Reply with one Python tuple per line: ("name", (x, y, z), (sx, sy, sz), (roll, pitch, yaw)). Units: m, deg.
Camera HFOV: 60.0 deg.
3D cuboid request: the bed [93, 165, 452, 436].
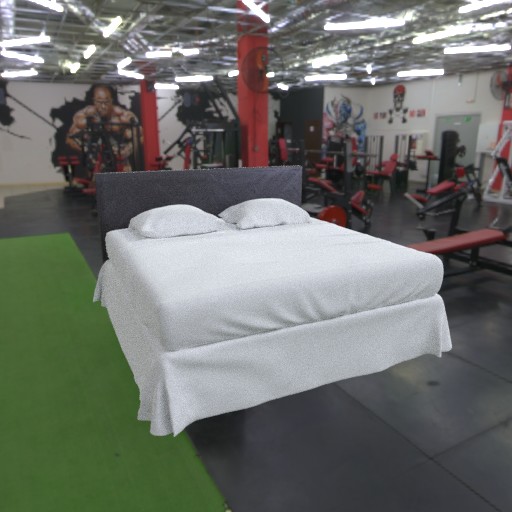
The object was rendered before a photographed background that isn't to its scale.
("bed", (0.000, 0.000, 3.396), (2.255, 1.158, 2.165), (-7, 17, -25))
